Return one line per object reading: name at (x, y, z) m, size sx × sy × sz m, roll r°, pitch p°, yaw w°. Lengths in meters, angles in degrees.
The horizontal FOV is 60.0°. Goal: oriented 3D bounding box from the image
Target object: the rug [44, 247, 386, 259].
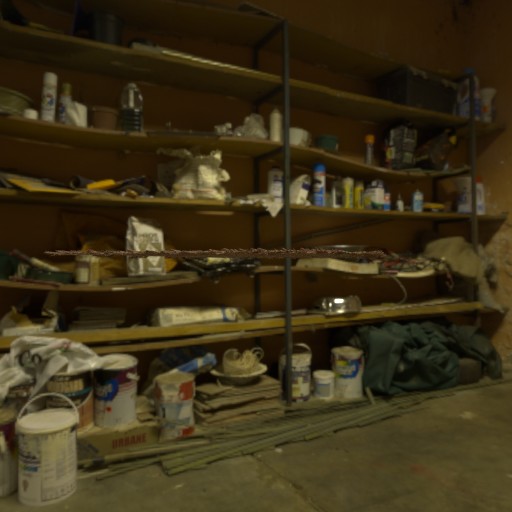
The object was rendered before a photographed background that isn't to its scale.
rug at (0.000, 0.000, 3.152) m, size 1.778 × 0.048 × 2.450 m, roll 0°, pitch -1°, yaw 18°
